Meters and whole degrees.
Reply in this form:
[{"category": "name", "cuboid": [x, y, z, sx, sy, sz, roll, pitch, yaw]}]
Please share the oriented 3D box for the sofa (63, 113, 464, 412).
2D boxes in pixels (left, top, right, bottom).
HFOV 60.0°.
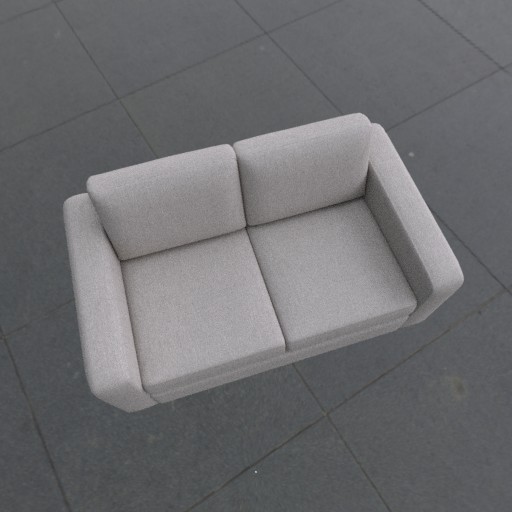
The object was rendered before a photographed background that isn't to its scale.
[{"category": "sofa", "cuboid": [0.000, 0.000, 2.025, 1.540, 0.800, 0.900, -15, 65, -7]}]
